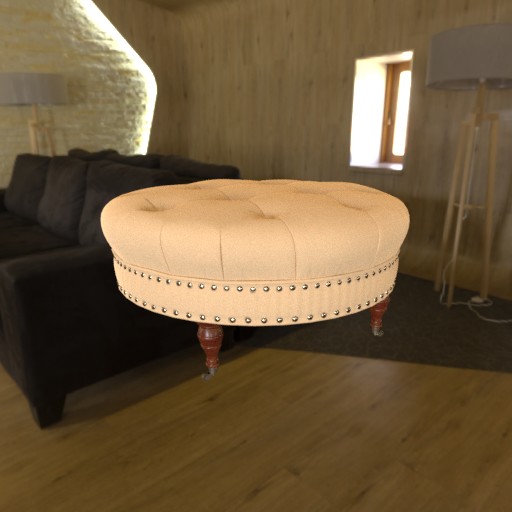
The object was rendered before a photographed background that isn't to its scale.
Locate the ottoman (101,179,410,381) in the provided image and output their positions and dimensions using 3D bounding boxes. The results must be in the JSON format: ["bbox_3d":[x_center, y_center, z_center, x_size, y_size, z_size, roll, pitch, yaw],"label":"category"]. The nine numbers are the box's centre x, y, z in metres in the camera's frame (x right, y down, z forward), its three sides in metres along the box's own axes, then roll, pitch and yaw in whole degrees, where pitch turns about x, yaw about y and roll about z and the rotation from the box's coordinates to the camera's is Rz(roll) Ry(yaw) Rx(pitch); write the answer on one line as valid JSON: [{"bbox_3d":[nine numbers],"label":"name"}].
[{"bbox_3d":[0.000,0.000,1.396,0.901,0.439,0.901,0,16,0],"label":"ottoman"}]
